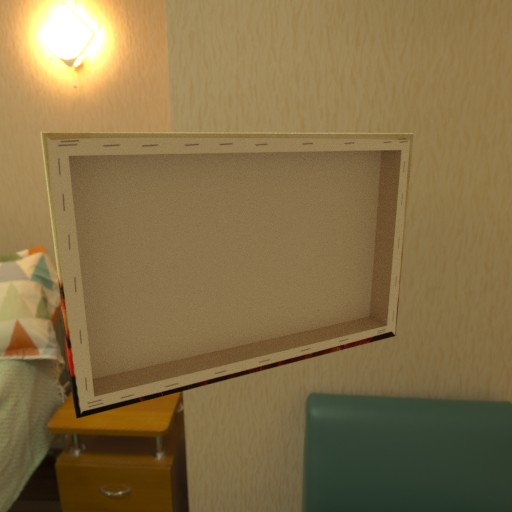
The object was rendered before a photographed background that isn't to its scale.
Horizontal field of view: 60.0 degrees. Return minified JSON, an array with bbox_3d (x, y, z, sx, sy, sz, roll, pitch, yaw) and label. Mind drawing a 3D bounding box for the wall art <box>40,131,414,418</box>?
[{"bbox_3d":[0.000,0.000,0.468,0.383,0.251,0.037,-7,17,-26],"label":"wall art"}]
